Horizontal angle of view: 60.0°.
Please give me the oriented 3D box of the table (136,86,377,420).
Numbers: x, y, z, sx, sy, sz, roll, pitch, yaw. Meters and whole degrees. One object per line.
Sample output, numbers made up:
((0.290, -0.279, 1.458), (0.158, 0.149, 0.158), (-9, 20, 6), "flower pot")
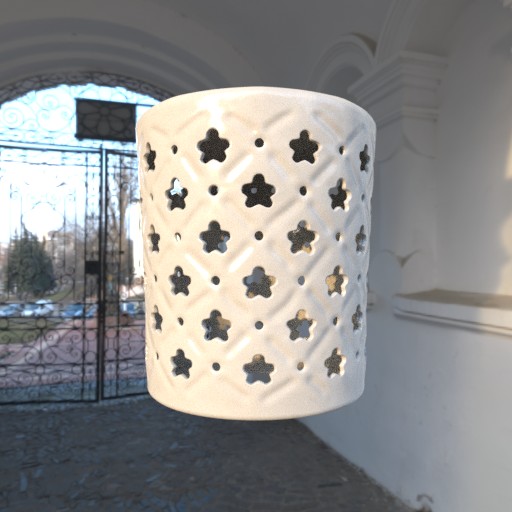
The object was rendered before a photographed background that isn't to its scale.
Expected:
((0.000, 0.000, 0.668), (0.352, 0.387, 0.352), (0, -1, 0), "table")
